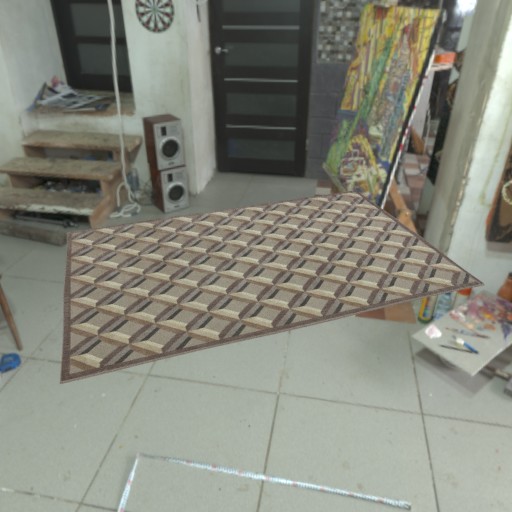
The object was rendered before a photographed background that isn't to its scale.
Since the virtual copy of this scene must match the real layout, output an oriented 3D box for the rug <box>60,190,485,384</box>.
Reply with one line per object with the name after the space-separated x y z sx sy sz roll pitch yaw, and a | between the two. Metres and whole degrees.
0.000 0.000 2.060 1.677 0.011 1.066 -10 33 -16 | rug
